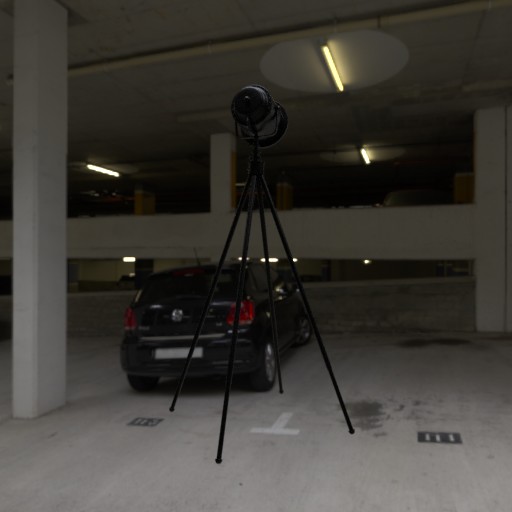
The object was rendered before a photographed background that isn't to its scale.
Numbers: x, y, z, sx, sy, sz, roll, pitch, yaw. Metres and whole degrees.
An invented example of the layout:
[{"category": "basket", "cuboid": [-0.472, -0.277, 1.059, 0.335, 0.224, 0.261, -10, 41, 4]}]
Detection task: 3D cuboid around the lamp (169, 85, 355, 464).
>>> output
[{"category": "lamp", "cuboid": [0.000, 0.000, 2.009, 0.879, 1.504, 0.884, 0, 0, 18]}]
